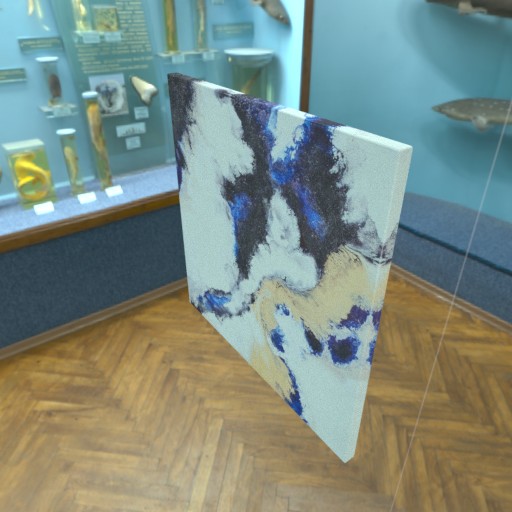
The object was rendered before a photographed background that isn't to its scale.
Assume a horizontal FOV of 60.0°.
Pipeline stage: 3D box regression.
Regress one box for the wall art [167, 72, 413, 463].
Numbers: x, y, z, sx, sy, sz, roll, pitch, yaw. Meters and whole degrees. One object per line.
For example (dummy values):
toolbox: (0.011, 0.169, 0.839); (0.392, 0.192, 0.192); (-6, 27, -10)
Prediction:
wall art: (0.000, 0.000, 1.299); (0.038, 0.885, 0.887); (-21, 38, -30)
